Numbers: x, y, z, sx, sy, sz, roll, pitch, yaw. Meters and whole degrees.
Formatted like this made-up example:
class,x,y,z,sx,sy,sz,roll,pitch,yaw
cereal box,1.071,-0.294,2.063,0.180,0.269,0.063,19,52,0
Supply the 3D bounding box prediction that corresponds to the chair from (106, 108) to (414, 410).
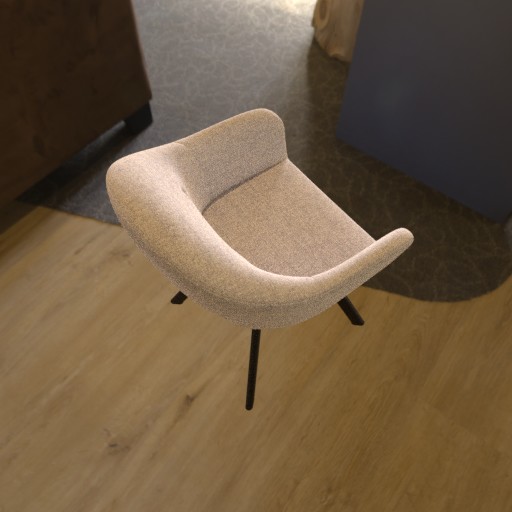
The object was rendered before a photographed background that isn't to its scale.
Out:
class,x,y,z,sx,sy,sz,roll,pitch,yaw
chair,0.000,0.000,1.160,0.570,0.780,0.540,-32,63,-19
